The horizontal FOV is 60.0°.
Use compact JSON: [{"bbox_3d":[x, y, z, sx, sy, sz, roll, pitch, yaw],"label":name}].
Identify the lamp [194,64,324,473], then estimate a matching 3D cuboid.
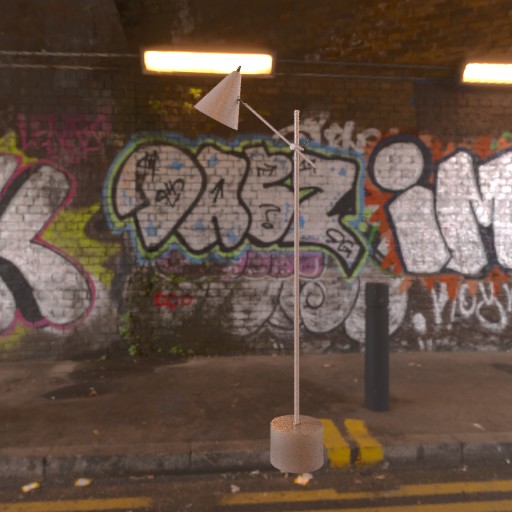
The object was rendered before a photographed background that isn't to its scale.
[{"bbox_3d":[0.000,0.000,1.629,0.508,1.430,0.223,0,0,35],"label":"lamp"}]
